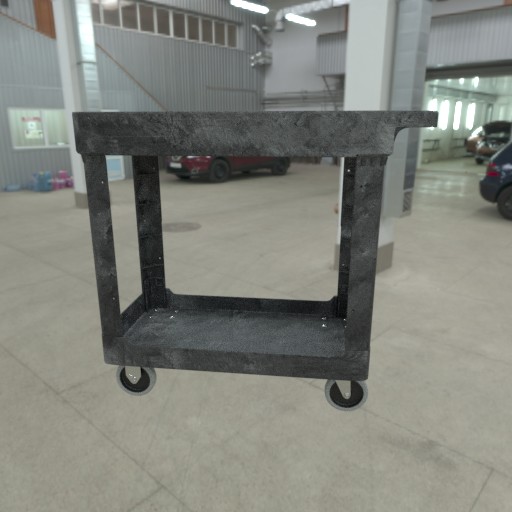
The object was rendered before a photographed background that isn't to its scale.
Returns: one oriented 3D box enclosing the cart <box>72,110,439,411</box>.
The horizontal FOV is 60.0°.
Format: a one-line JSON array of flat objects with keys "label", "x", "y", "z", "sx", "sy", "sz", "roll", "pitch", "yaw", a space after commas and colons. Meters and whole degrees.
[{"label": "cart", "x": 0.000, "y": 0.000, "z": 1.344, "sx": 0.877, "sy": 0.824, "sz": 0.420, "roll": 2, "pitch": 17, "yaw": 7}]
